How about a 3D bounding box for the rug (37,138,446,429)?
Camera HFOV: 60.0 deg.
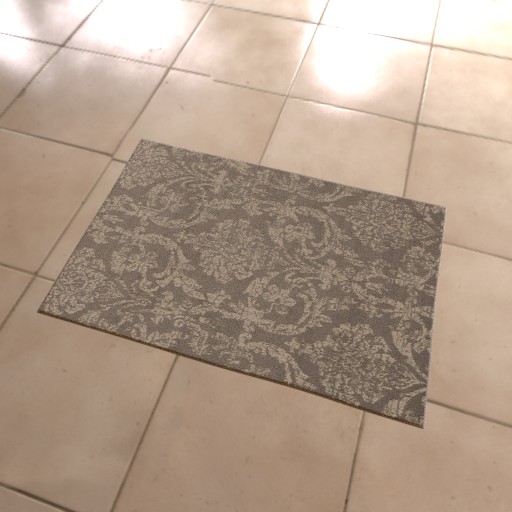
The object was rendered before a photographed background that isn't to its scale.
[{"bbox_3d":[0.000,0.000,2.277,1.824,0.012,1.206,14,60,9],"label":"rug"}]
